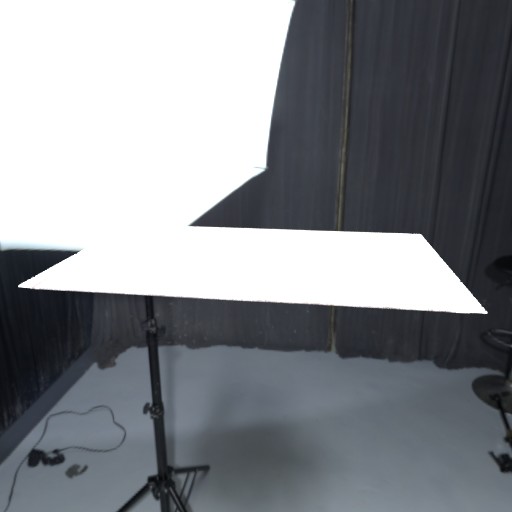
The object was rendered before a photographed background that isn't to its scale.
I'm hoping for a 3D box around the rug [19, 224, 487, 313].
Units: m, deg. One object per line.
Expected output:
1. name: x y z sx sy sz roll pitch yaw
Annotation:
1. rug: 0.000 0.000 2.989 2.440 0.010 1.528 2 17 8
